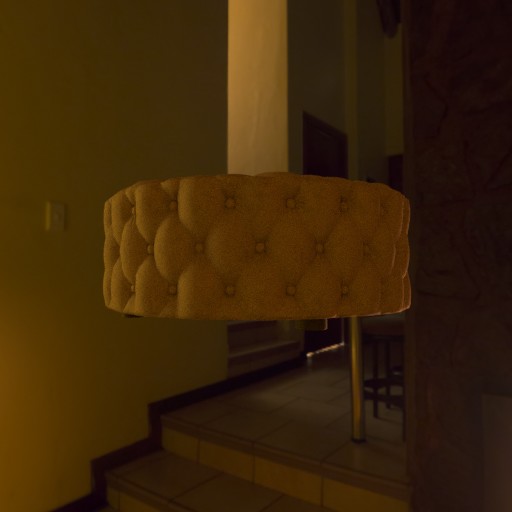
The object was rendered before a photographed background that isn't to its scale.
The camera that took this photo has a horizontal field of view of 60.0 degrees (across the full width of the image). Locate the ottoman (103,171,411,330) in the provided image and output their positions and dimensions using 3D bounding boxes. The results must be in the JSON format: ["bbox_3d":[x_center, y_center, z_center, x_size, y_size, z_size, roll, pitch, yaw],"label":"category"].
[{"bbox_3d":[0.000,0.000,1.515,0.998,0.399,0.998,0,-2,0],"label":"ottoman"}]
